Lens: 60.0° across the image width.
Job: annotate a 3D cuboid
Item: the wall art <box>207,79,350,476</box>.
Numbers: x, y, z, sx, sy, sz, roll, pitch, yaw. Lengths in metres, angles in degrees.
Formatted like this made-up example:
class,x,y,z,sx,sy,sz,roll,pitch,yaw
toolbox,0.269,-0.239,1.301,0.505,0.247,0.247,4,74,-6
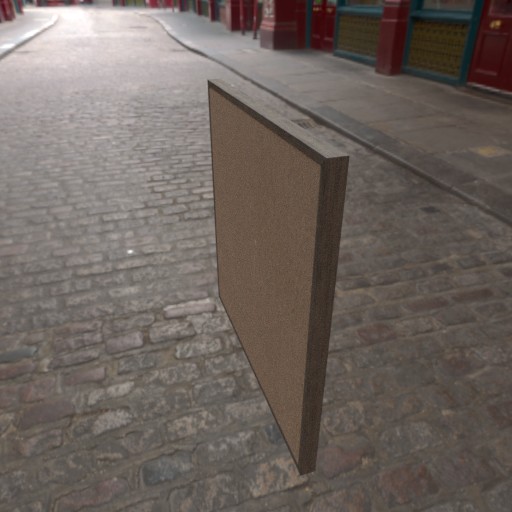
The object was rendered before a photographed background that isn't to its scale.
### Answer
class,x,y,z,sx,sy,sz,roll,pitch,yaw
wall art,0.000,0.000,1.161,0.038,0.762,0.762,-10,32,-16
